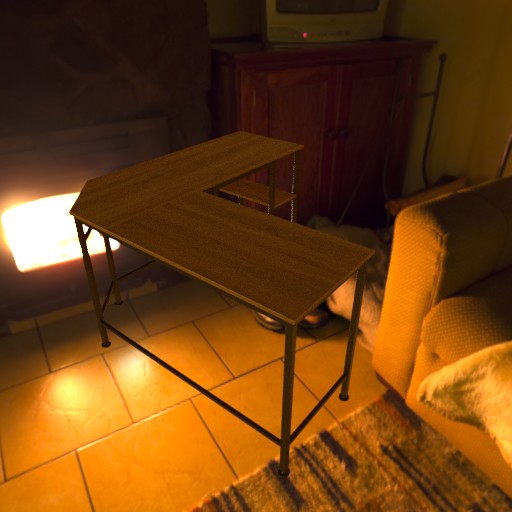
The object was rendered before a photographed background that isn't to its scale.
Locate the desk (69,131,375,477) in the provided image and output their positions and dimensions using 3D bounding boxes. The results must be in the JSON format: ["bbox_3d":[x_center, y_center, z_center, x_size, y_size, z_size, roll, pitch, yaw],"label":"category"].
[{"bbox_3d":[0.000,0.000,2.245,1.379,0.739,1.379,22,37,33],"label":"desk"}]
